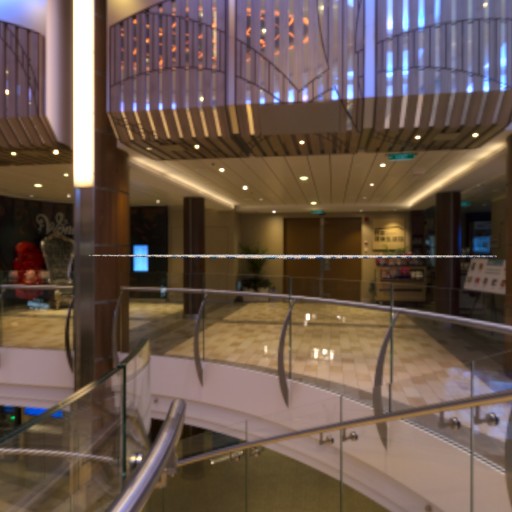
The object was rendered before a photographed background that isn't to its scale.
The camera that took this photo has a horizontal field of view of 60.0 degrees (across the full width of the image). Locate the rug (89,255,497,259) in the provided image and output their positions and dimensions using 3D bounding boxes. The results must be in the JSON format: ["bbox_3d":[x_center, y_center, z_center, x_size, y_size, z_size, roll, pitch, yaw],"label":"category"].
[{"bbox_3d":[0.000,0.000,2.995,1.531,0.008,2.439,0,0,-36],"label":"rug"}]
